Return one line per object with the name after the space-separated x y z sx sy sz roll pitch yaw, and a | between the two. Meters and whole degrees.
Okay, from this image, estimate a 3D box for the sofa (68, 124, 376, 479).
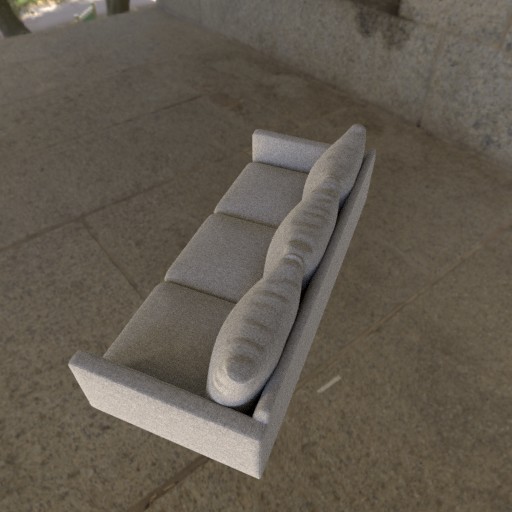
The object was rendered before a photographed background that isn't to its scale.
0.000 0.000 2.408 0.850 0.830 2.000 16 47 16 | sofa
